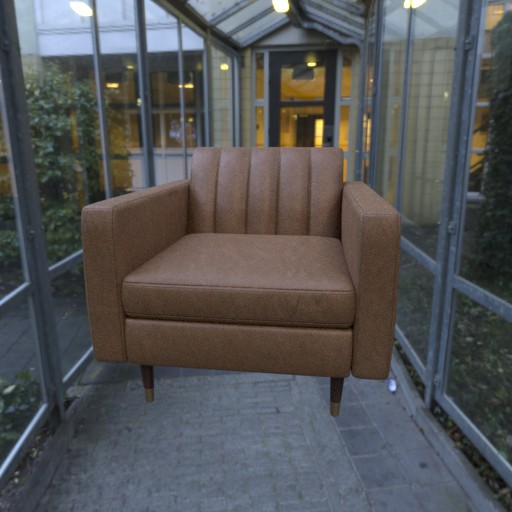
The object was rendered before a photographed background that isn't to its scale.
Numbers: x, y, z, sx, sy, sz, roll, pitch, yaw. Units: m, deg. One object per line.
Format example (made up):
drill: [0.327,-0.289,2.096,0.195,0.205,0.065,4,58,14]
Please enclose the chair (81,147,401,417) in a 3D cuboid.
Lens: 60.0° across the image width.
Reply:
chair: [0.000,0.000,1.736,0.953,0.819,0.998,2,15,7]
